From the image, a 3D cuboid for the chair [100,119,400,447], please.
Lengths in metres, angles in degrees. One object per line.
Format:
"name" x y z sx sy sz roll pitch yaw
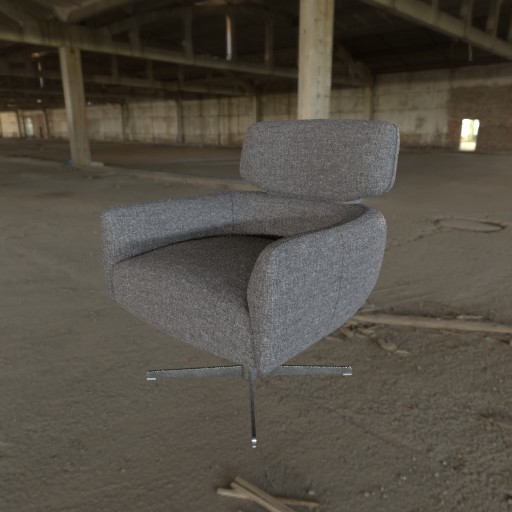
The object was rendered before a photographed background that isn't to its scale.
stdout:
"chair" 0.000 0.000 1.359 0.706 0.812 0.715 14 22 40
